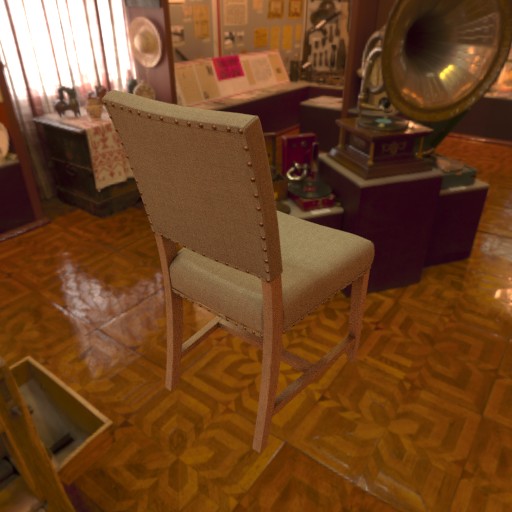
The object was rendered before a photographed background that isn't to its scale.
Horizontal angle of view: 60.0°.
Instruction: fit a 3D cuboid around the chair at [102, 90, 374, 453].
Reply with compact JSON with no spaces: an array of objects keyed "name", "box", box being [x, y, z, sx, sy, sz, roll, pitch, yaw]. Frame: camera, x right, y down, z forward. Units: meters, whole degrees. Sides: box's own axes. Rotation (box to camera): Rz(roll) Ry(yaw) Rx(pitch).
[{"name":"chair","box":[0.000,0.000,1.349,0.508,0.986,0.622,22,37,32]}]
